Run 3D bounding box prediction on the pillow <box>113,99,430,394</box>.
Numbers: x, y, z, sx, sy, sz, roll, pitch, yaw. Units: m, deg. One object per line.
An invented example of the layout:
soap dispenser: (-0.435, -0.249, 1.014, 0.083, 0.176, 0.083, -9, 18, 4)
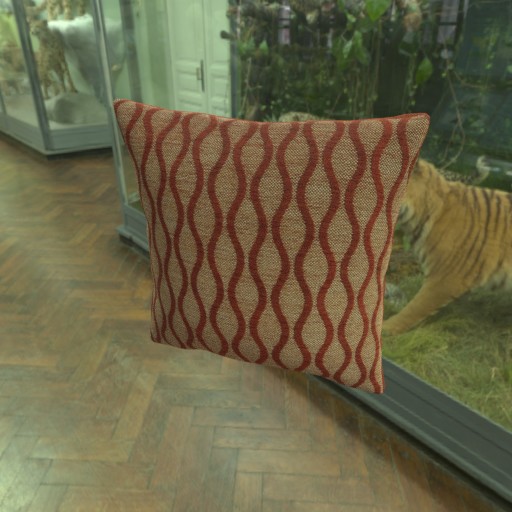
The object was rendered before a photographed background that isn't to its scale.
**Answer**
pillow: (0.000, 0.000, 0.664, 0.429, 0.434, 0.159, 8, 29, 15)
